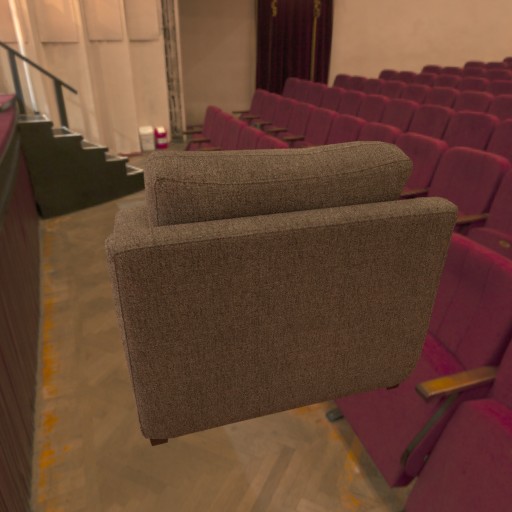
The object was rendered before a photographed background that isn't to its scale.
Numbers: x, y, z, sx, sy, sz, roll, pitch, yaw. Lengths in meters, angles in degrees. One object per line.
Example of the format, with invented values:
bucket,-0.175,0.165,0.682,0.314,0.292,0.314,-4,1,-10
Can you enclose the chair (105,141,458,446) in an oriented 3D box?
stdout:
chair,0.000,0.000,1.878,1.138,1.037,1.009,-8,27,-15
